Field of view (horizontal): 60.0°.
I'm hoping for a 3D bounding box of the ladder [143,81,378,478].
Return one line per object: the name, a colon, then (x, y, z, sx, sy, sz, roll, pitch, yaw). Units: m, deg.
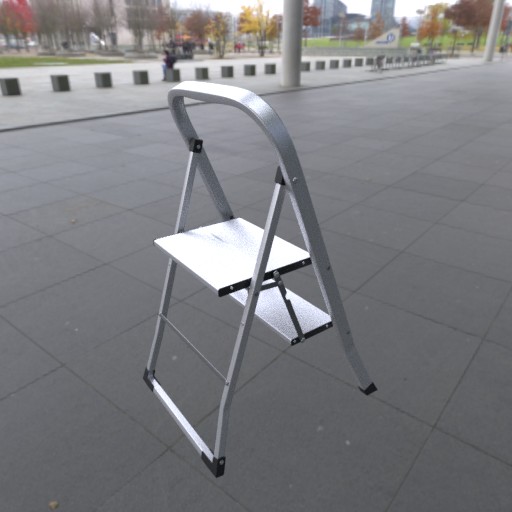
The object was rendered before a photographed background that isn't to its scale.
ladder: (0.000, 0.000, 1.126, 0.530, 0.830, 0.465, -18, 31, -32)
